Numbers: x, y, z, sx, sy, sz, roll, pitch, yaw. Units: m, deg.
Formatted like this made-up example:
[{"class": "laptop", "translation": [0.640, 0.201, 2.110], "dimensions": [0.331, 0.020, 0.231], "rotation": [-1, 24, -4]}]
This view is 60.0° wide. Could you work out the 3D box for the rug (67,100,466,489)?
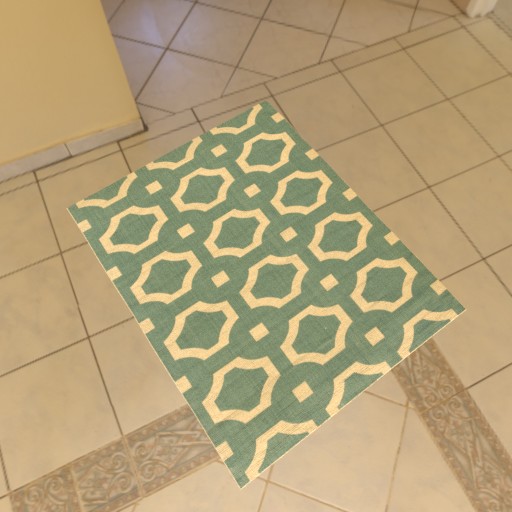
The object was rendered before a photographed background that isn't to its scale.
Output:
[{"class": "rug", "translation": [0.000, 0.000, 4.190], "dimensions": [2.466, 0.021, 3.049], "rotation": [-33, 69, -14]}]
